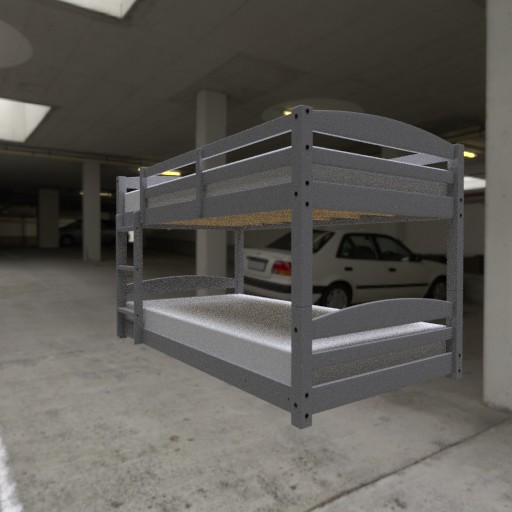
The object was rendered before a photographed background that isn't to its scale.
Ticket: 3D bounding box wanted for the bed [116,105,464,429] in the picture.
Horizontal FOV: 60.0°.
[{"bbox_3d":[0.000,0.000,2.704,1.105,1.206,2.013,-1,1,-36],"label":"bed"}]
